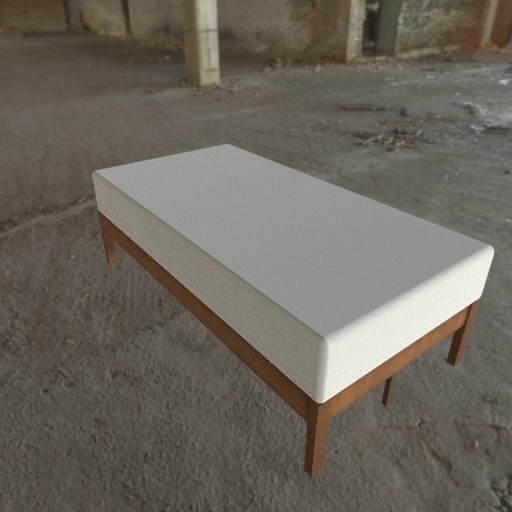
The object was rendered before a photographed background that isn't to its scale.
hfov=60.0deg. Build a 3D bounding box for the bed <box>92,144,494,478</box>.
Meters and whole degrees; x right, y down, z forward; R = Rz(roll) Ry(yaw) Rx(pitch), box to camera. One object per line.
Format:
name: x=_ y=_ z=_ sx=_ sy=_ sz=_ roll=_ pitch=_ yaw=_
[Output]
bed: x=0.000 y=0.000 z=2.312 sx=0.961 sy=0.616 sz=1.902 roll=-21 pitch=36 yaw=-32
